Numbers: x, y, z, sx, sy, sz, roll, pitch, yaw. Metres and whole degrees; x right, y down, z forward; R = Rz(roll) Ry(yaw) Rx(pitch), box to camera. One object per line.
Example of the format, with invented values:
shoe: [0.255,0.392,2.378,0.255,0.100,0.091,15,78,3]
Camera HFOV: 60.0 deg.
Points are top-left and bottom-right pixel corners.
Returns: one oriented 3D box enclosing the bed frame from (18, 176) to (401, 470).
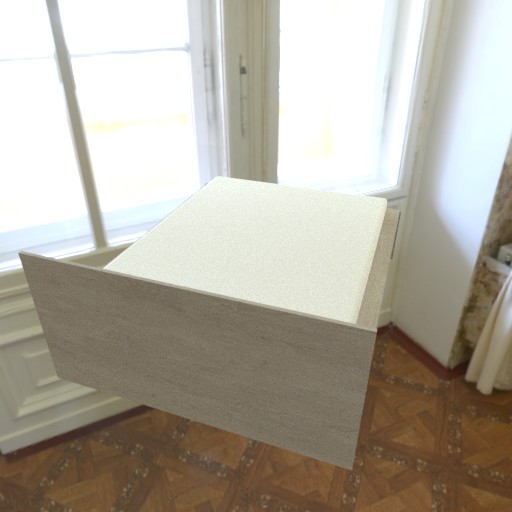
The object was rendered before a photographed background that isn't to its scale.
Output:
bed frame: [0.000,0.000,2.802,1.622,0.800,1.960,11,32,17]
